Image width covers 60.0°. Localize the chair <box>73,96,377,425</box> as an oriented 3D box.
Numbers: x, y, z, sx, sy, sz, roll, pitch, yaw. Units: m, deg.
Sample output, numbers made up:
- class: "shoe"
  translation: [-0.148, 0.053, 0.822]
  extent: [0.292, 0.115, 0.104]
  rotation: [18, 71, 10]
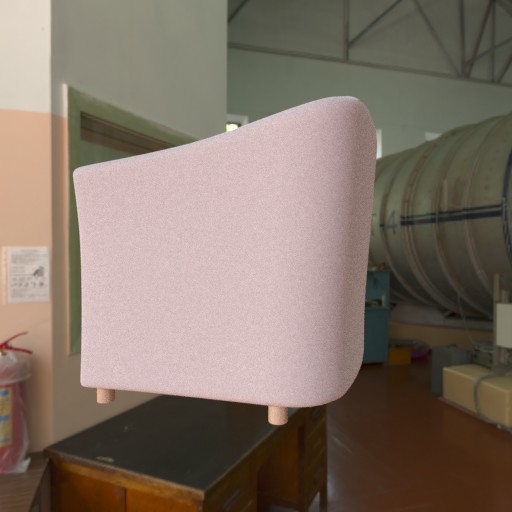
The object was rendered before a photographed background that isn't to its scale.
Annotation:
- class: "chair"
  translation: [0.000, 0.000, 1.339]
  extent: [0.700, 0.720, 0.790]
  rotation: [0, 1, 17]
